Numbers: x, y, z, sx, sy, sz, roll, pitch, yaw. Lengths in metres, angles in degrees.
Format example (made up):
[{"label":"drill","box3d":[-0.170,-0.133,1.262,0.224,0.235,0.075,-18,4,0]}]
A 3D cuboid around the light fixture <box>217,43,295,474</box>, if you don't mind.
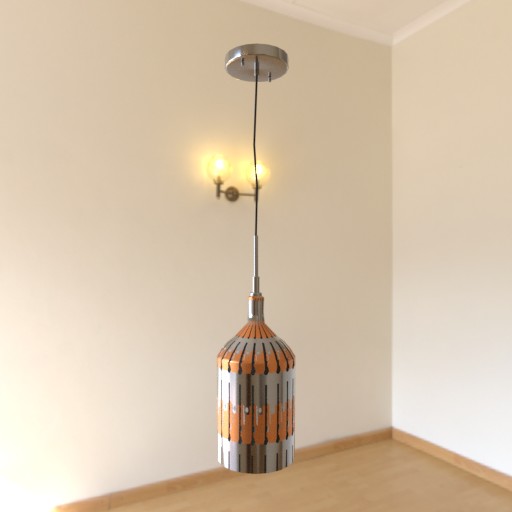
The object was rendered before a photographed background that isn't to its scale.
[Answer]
[{"label":"light fixture","box3d":[0.000,0.000,1.716,0.303,1.535,0.303,0,-1,0]}]
